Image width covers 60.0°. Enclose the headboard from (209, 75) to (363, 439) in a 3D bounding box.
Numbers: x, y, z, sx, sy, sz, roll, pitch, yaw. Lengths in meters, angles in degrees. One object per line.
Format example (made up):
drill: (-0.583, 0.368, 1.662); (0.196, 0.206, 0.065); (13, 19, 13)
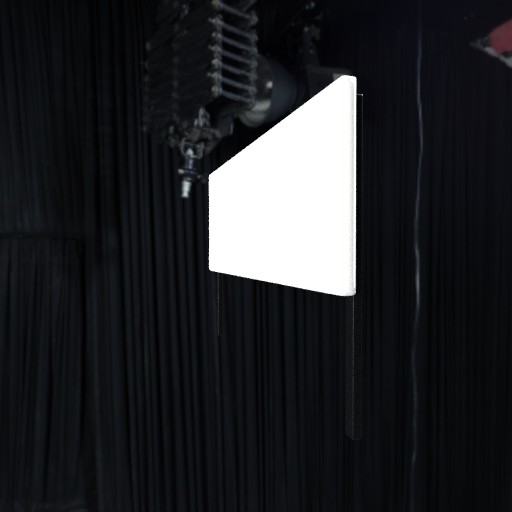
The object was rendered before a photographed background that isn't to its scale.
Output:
headboard: (0.000, 0.000, 2.812); (0.120, 1.410, 2.362); (0, 1, -18)
